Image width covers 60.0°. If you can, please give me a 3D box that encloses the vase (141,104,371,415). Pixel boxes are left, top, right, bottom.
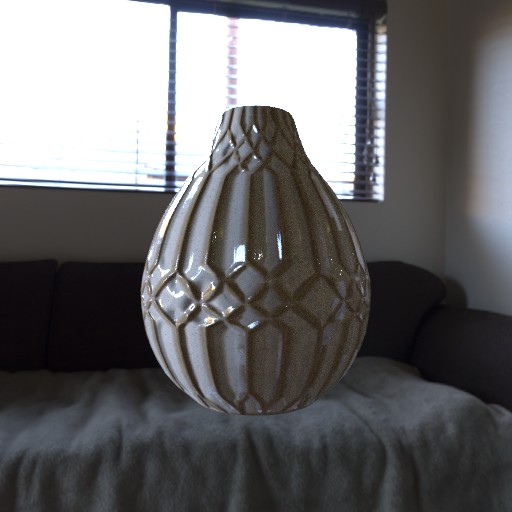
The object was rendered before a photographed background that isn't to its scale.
[{"bbox_3d":[0.000,0.000,0.317,0.159,0.200,0.159,0,0,0],"label":"vase"}]
